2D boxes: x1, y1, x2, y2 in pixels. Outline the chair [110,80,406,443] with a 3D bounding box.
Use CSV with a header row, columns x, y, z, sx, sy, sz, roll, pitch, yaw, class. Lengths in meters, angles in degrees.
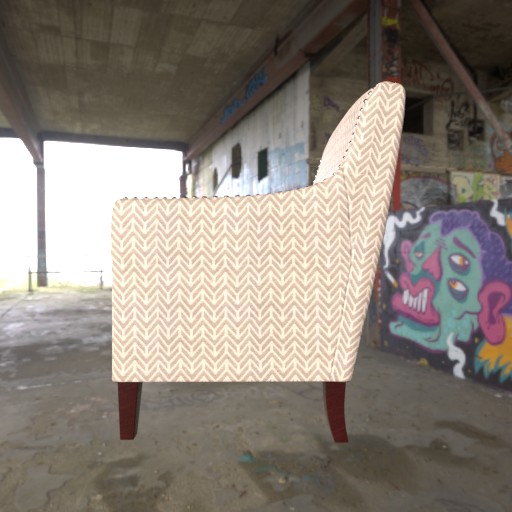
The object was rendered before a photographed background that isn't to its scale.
x,y,z,sx,sy,sz,roll,pitch,yaw,class
0.000,0.000,1.273,0.651,0.816,0.623,0,1,0,chair
